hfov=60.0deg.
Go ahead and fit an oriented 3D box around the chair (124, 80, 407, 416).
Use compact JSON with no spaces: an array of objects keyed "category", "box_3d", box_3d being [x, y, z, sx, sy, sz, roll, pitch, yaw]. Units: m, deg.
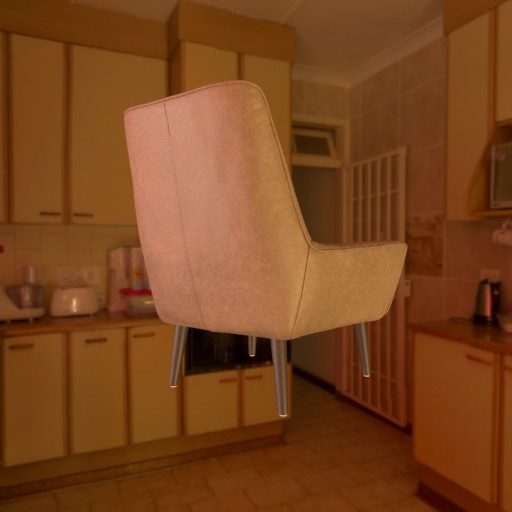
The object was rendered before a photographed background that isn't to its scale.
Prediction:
[{"category":"chair","box_3d":[0.000,0.000,1.510,0.787,0.888,0.824,1,1,36]}]
